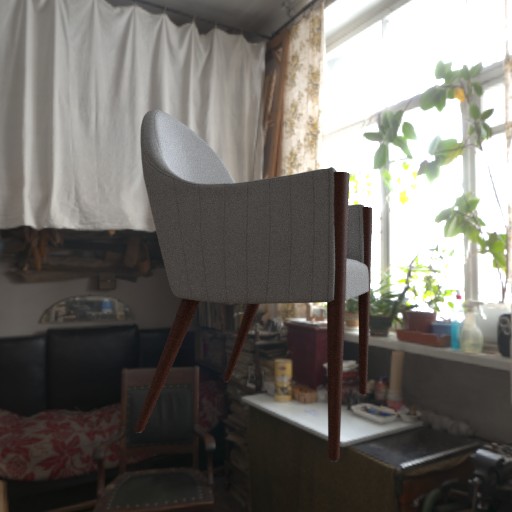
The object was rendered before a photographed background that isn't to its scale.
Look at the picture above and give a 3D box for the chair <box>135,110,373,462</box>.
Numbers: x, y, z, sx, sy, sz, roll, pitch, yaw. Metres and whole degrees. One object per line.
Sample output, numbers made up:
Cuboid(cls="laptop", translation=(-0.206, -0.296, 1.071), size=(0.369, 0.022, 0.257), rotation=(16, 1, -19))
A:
Cuboid(cls="chair", translation=(0.000, 0.000, 1.297), size=(0.620, 0.889, 0.610), rotation=(-1, -2, 20))
